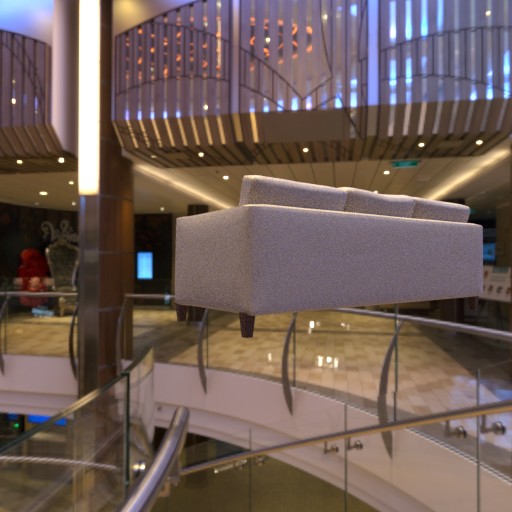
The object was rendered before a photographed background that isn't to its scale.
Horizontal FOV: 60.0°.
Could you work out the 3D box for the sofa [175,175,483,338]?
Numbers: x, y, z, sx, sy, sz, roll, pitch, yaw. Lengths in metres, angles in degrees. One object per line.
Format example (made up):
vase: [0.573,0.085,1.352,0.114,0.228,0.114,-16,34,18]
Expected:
sofa: [0.000,0.000,4.430,2.522,0.934,3.333,0,-1,-36]
